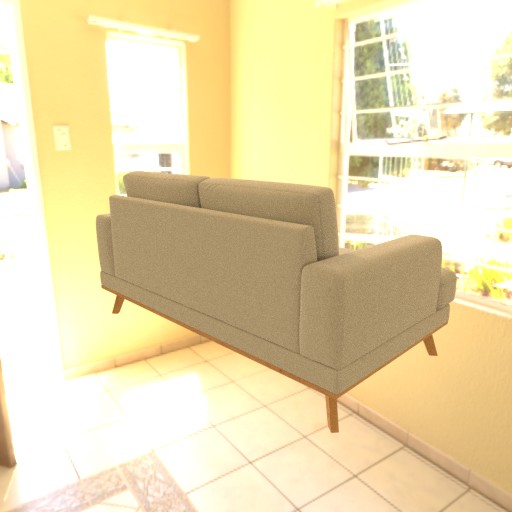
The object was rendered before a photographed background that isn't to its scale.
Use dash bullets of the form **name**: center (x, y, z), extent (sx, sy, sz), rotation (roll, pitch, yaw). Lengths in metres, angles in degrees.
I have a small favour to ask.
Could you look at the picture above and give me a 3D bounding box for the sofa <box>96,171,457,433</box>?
- **sofa**: center (0.000, 0.000, 2.201), extent (1.651, 0.810, 0.915), rotation (14, 20, 43)
